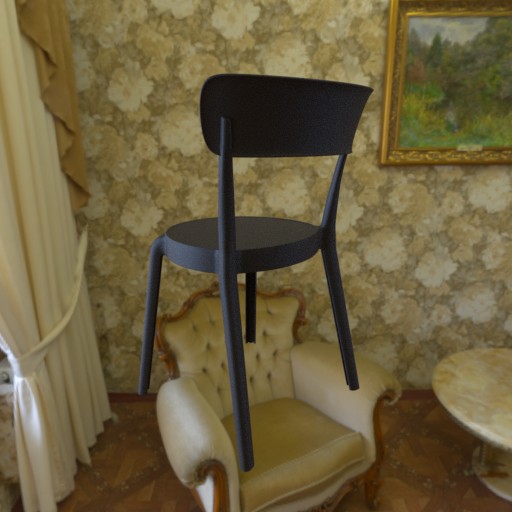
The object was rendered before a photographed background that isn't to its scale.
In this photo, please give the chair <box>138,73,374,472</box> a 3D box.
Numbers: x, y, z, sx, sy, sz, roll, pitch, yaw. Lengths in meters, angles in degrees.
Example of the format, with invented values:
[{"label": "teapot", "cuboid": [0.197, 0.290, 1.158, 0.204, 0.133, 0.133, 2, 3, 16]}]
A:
[{"label": "chair", "cuboid": [0.000, 0.000, 1.115, 0.491, 0.790, 0.506, 14, 21, 42]}]
